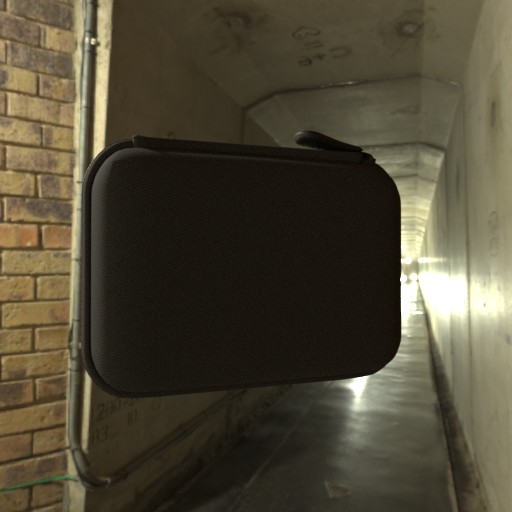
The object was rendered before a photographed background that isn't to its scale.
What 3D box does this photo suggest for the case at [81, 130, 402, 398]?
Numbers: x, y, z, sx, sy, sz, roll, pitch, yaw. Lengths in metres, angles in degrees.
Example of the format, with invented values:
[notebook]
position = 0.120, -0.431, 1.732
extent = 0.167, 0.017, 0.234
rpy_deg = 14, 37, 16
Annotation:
[case]
position = 0.000, 0.000, 0.180
extent = 0.132, 0.105, 0.038
rpy_deg = 0, 0, -18
